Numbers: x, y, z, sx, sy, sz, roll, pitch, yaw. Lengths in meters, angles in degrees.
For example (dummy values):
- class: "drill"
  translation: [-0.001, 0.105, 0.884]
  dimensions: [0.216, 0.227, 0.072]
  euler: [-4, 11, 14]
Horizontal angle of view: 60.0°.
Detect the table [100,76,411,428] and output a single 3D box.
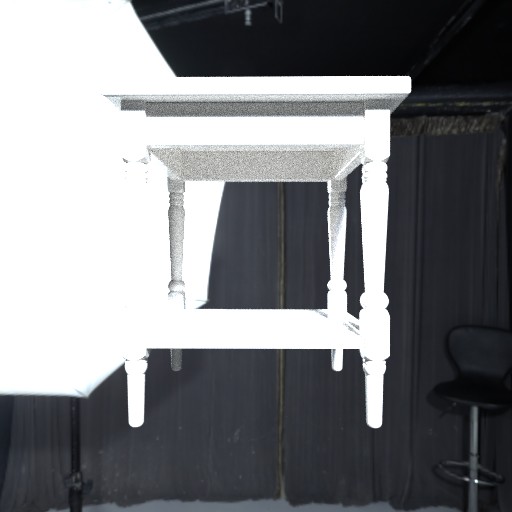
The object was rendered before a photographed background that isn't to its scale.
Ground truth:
- class: "table"
  translation: [0.000, 0.000, 0.915]
  dimensions: [0.488, 0.565, 0.442]
  euler: [0, 0, 1]
